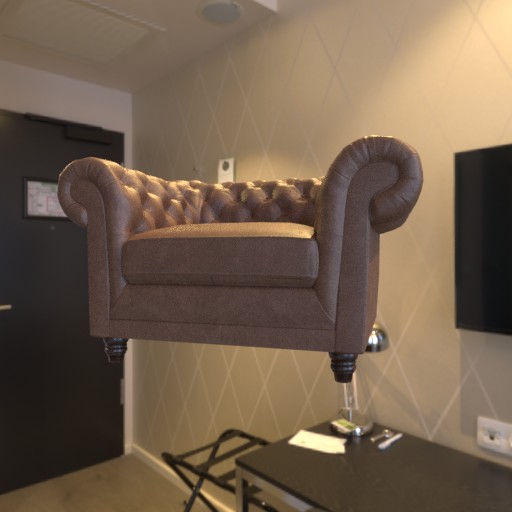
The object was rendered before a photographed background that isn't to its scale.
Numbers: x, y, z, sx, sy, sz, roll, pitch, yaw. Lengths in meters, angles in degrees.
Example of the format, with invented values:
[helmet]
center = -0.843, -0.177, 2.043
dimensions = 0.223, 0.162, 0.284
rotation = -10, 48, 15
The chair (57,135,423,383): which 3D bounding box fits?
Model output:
[chair]
center = 0.000, 0.000, 1.895
dimensions = 1.298, 0.784, 0.954
rotation = 0, 0, 18
